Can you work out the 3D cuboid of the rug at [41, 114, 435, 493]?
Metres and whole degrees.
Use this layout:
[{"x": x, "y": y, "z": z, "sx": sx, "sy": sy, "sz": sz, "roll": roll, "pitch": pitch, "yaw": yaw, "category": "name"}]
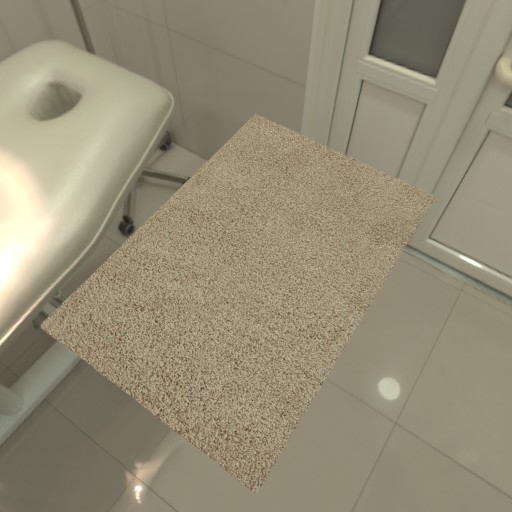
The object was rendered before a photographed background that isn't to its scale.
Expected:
[{"x": 0.000, "y": 0.000, "z": 2.266, "sx": 1.219, "sy": 0.030, "sz": 1.778, "roll": 30, "pitch": 62, "yaw": 18, "category": "rug"}]
